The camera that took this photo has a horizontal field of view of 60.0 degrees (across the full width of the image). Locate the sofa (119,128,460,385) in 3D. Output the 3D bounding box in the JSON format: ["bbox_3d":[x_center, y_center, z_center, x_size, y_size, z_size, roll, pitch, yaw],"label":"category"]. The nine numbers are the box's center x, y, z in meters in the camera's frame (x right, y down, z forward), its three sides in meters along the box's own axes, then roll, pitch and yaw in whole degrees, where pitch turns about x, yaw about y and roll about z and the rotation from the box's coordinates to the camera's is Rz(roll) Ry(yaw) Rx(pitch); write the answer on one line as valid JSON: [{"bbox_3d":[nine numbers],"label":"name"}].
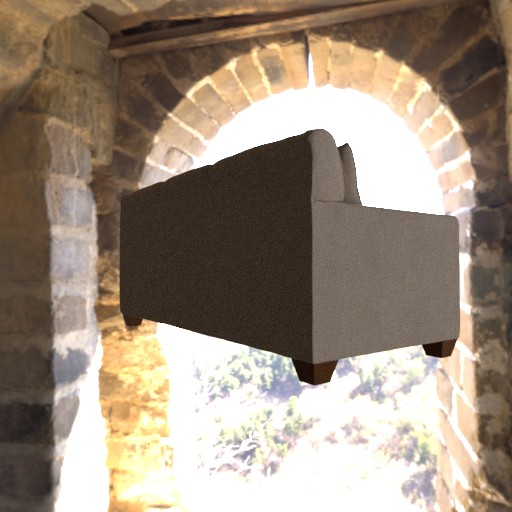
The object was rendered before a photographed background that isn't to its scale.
[{"bbox_3d":[0.000,0.000,2.624,0.997,0.958,2.024,1,-1,-36],"label":"sofa"}]
